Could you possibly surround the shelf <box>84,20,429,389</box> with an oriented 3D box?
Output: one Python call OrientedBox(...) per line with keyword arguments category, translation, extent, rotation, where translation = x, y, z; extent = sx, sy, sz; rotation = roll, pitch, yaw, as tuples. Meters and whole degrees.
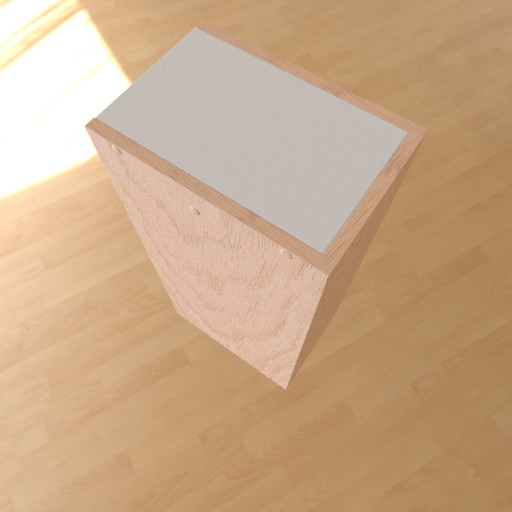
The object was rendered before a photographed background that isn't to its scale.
OrientedBox(category="shelf", translation=(0.000, 0.000, 0.720), extent=(0.290, 0.600, 0.200), rotation=(32, 68, 14))
